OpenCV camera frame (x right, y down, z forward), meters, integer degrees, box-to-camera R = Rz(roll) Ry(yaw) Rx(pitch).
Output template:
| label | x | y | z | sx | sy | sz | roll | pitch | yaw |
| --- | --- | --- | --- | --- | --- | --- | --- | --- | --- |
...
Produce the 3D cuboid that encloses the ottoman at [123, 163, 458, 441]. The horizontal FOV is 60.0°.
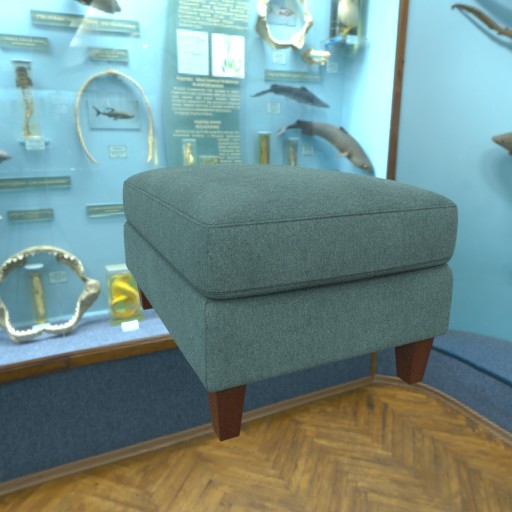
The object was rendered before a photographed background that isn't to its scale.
| label | x | y | z | sx | sy | sz | roll | pitch | yaw |
| --- | --- | --- | --- | --- | --- | --- | --- | --- | --- |
| ottoman | 0.000 | 0.000 | 1.217 | 0.584 | 0.483 | 0.864 | -7 | 17 | -24 |
